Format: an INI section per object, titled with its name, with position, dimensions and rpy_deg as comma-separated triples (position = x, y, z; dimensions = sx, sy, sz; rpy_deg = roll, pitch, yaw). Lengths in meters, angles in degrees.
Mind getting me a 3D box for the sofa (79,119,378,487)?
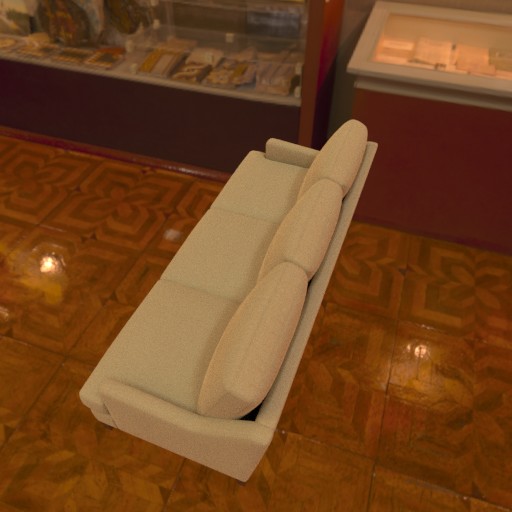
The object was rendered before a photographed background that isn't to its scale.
[sofa]
position = 0.000, 0.000, 2.750
dimensions = 1.000, 0.913, 2.321
rpy_deg = 16, 48, 15
